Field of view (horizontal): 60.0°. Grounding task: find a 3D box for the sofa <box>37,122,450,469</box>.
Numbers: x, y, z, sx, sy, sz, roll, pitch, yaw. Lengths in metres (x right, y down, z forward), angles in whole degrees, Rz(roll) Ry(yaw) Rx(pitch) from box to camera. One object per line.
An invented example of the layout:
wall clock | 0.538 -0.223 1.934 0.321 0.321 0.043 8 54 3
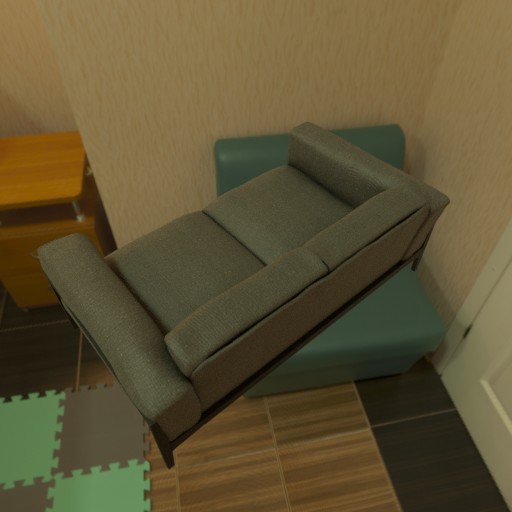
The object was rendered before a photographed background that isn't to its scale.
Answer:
sofa | 0.000 0.000 2.157 1.690 0.656 0.960 -32 54 -26
